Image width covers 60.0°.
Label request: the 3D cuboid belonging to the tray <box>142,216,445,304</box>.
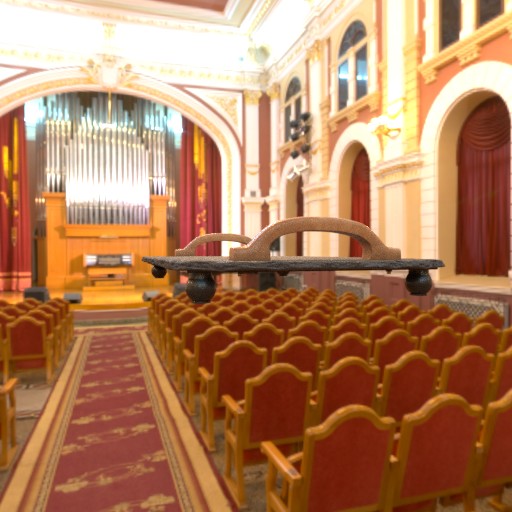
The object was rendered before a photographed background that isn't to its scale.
[{"bbox_3d":[0.000,0.000,0.483,0.231,0.062,0.387,0,1,-18],"label":"tray"}]
